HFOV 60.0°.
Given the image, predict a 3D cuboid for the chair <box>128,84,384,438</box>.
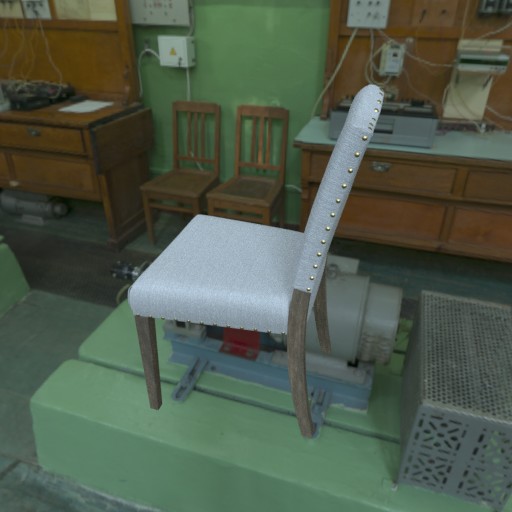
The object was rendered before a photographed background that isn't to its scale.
[{"bbox_3d":[0.000,0.000,1.361,0.620,1.020,0.508,9,33,14],"label":"chair"}]
